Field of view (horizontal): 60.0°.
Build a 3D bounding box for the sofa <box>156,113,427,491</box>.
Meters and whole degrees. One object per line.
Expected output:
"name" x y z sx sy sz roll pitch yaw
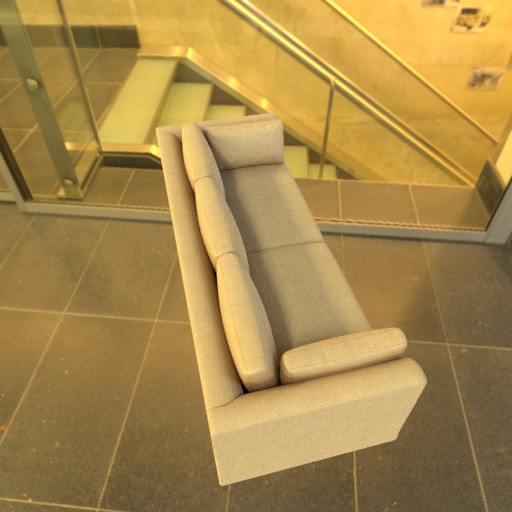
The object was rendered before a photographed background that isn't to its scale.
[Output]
"sofa" 0.000 0.000 2.861 0.969 0.867 2.415 -10 47 -10
